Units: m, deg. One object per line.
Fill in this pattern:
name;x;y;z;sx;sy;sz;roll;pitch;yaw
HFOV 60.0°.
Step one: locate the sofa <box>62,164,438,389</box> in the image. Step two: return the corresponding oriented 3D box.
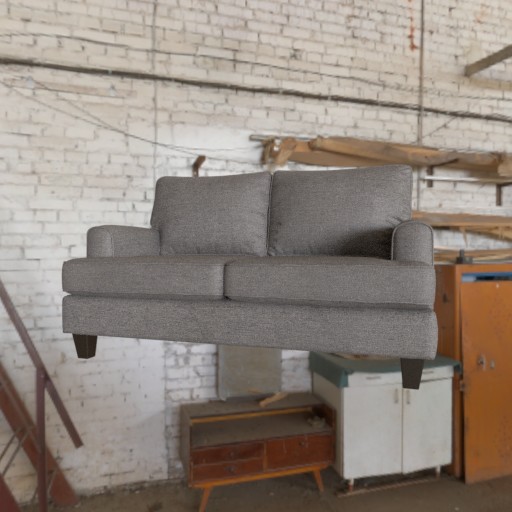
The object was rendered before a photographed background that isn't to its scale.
sofa;0.000;0.000;2.240;1.651;0.965;0.965;0;1;18
